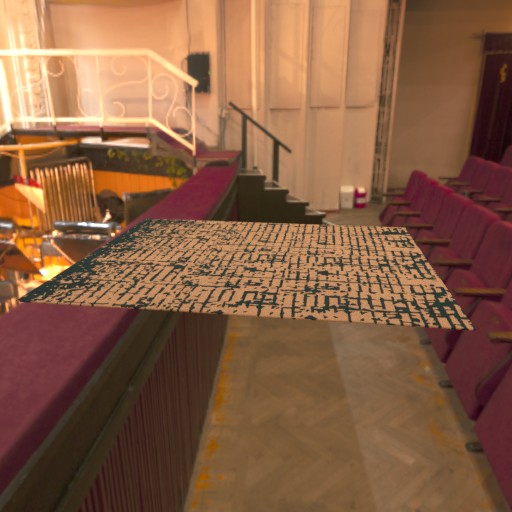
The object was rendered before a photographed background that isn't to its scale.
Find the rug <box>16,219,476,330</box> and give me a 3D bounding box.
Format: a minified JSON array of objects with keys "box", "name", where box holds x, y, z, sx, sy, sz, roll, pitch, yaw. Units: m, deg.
[{"box":[0.000,0.000,3.997,3.017,0.014,2.416,3,19,8],"name":"rug"}]
